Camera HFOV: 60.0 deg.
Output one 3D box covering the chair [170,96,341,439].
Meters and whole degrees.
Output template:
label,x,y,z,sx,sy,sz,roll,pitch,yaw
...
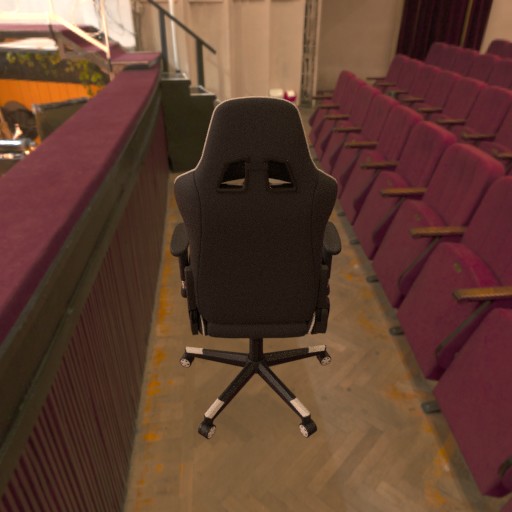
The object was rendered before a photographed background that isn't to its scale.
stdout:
label,x,y,z,sx,sy,sz,roll,pitch,yaw
chair,0.000,0.000,1.696,0.700,1.240,0.700,-1,30,-1
